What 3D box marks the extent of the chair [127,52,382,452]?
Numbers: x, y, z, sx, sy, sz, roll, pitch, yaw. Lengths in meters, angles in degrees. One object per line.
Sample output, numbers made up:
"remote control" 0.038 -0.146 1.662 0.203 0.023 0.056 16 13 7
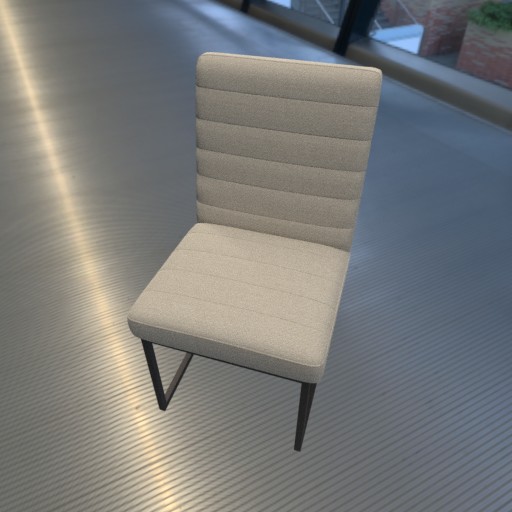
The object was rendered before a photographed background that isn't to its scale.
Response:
"chair" 0.000 0.000 1.284 0.520 0.930 0.634 11 42 13
